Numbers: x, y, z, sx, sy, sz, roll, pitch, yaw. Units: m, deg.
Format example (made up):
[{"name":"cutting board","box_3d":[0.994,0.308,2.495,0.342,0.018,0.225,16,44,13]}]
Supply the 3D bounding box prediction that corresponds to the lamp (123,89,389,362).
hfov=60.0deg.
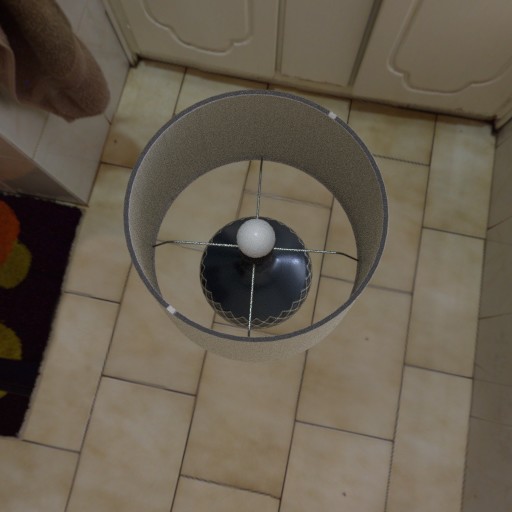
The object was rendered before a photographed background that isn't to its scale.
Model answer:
[{"name":"lamp","box_3d":[0.000,0.000,0.805,0.376,0.540,0.376,0,77,0]}]
